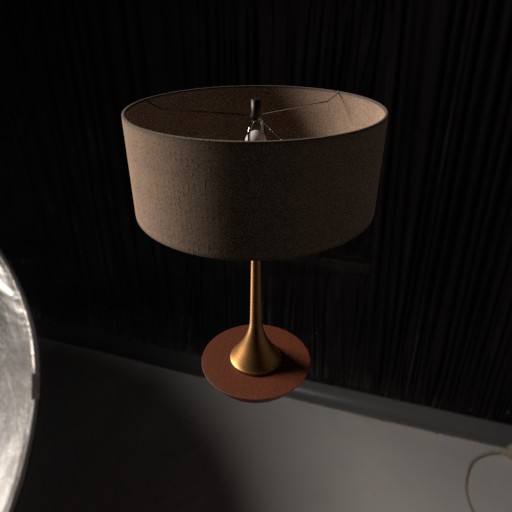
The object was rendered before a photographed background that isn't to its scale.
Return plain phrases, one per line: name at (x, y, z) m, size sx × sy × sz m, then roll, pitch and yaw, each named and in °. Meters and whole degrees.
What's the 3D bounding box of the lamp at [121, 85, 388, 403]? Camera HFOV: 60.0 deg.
lamp at (0.000, 0.000, 0.813) m, size 0.396 × 0.551 × 0.417 m, roll 8°, pitch 30°, yaw 15°
